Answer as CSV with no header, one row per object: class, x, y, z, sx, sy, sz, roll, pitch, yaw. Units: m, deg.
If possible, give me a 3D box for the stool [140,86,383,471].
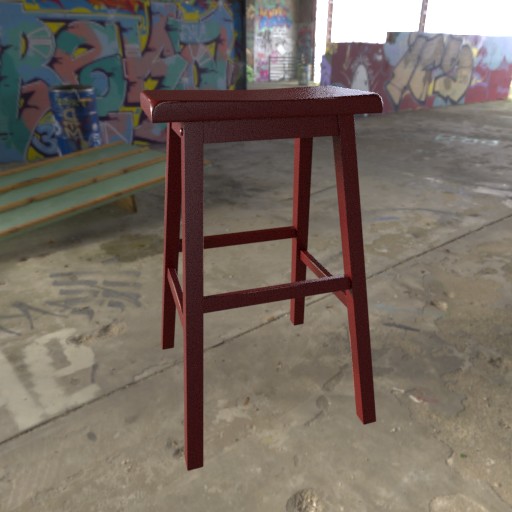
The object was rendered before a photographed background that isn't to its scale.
stool,0.000,0.000,1.057,0.457,0.737,0.476,-8,26,-16
